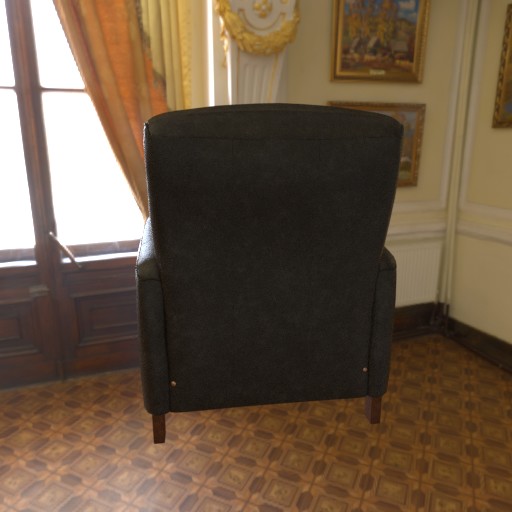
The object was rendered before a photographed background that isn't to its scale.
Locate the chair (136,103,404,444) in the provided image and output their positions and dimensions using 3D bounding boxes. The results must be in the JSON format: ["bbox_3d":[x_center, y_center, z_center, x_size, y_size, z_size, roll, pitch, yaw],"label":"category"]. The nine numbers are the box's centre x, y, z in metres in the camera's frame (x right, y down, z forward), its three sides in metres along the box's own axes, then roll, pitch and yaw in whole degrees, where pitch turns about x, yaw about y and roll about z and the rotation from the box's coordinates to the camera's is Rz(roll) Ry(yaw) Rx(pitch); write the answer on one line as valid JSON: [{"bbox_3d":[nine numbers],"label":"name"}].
[{"bbox_3d":[0.000,0.000,1.642,0.848,1.014,0.864,-2,15,-8],"label":"chair"}]
